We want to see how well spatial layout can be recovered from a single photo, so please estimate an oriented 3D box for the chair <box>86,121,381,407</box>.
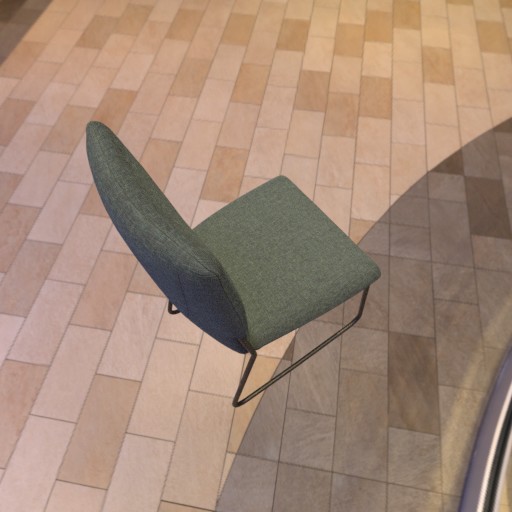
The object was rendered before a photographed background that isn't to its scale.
[{"bbox_3d":[0.000,0.000,1.250,0.635,0.931,0.480,-32,63,-18],"label":"chair"}]
